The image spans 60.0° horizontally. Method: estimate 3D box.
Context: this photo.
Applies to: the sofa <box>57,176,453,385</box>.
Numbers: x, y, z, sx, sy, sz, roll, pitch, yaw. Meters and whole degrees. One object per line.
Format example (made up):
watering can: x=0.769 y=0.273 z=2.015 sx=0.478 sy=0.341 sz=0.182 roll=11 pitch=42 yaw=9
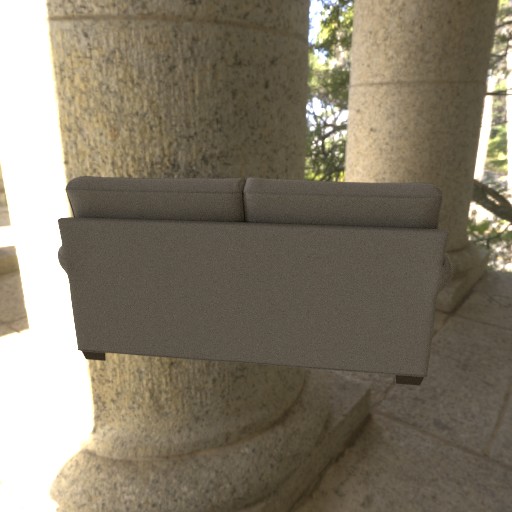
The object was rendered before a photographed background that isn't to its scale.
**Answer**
sofa: x=0.000 y=0.000 z=2.469 sx=1.930 sy=0.952 sz=0.940 roll=2 pitch=17 yaw=8
